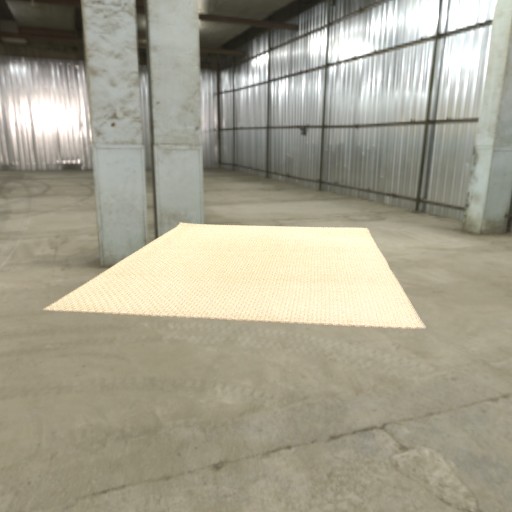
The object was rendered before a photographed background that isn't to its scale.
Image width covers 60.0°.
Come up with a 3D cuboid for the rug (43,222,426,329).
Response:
[{"bbox_3d":[0.000,0.000,3.970,2.277,0.035,2.897,2,15,7],"label":"rug"}]
